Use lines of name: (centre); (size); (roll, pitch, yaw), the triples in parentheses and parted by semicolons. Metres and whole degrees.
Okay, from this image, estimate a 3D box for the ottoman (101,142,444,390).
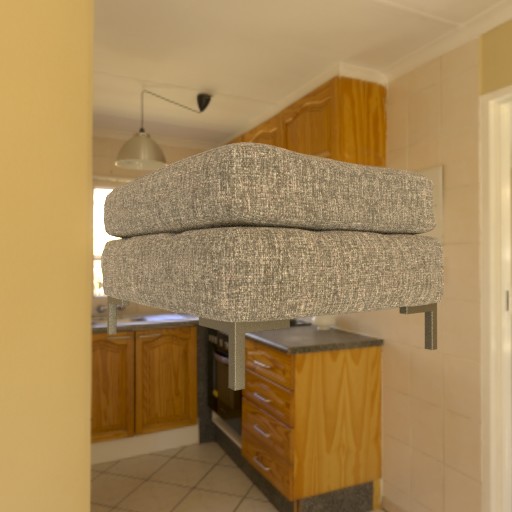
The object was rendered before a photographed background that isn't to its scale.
ottoman: (0.000, 0.000, 1.260); (0.683, 0.480, 0.828); (0, 0, -36)
